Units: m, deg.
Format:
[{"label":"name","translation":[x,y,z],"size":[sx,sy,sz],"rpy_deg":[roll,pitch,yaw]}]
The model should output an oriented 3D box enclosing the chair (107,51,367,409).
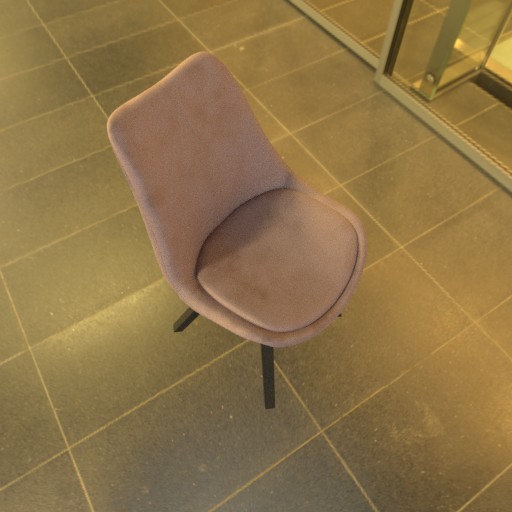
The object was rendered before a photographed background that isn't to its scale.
[{"label":"chair","translation":[0.000,0.000,1.199],"size":[0.547,0.865,0.483],"rpy_deg":[33,63,19]}]
